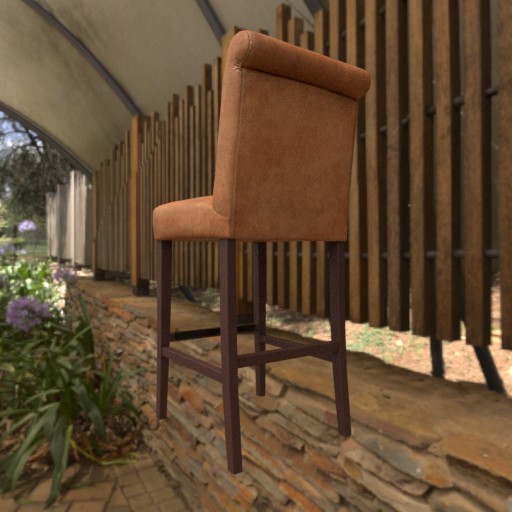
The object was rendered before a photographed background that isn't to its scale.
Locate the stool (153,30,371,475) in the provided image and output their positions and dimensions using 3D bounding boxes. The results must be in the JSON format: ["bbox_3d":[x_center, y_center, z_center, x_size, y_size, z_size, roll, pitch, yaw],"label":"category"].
[{"bbox_3d":[0.000,0.000,1.445,0.493,1.140,0.601,0,0,-35],"label":"stool"}]
